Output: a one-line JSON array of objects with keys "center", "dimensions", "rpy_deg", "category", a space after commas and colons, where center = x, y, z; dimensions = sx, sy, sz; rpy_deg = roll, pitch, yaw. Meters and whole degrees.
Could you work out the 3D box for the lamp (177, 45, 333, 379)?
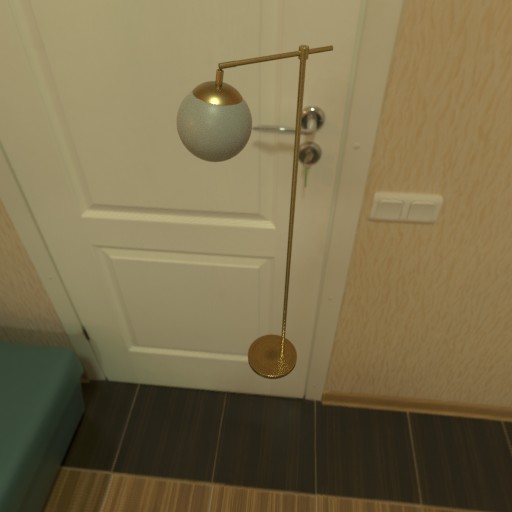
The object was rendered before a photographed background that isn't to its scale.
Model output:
[{"center": [0.000, 0.000, 1.713], "dimensions": [0.476, 1.505, 0.249], "rpy_deg": [-17, 46, -17], "category": "lamp"}]
